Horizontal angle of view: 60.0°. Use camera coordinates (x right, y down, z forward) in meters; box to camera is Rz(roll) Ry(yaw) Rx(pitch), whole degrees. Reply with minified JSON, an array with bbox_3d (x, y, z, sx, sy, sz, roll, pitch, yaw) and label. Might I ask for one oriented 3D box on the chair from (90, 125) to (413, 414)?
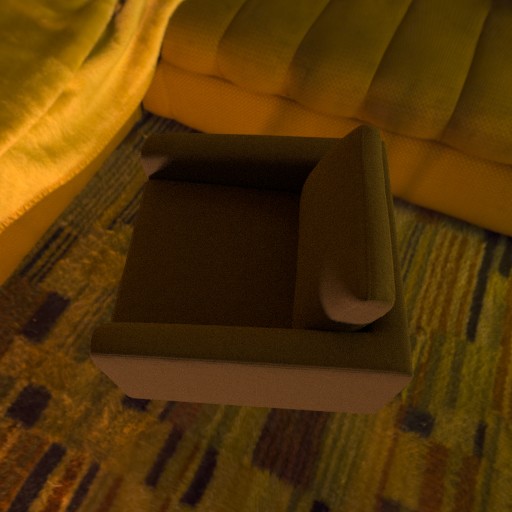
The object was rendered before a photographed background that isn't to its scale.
[{"bbox_3d":[0.000,0.000,1.862,1.100,0.847,1.070,3,58,2],"label":"chair"}]
